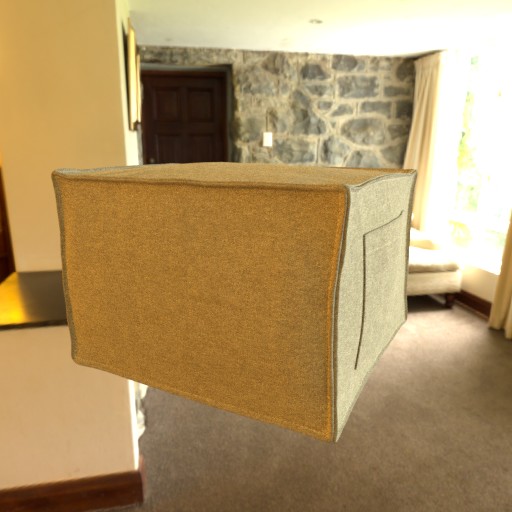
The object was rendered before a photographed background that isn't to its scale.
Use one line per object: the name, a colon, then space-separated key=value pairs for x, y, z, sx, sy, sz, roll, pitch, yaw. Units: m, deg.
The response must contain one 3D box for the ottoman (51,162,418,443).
ottoman: x=0.000 y=0.000 z=1.146 sx=0.696 sy=0.470 sz=0.707 roll=7 pitch=16 yaw=27
